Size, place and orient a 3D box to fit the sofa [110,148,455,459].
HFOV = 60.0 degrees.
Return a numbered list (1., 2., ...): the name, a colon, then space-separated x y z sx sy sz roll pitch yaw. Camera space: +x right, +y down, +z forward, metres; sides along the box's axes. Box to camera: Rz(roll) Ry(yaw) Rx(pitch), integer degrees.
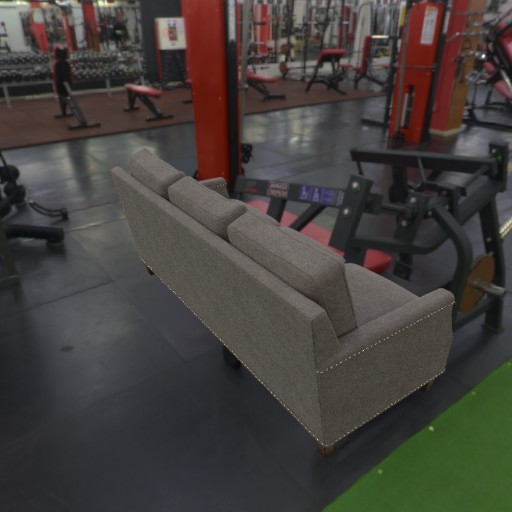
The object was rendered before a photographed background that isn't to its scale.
1. sofa: 0.000 0.000 2.795 1.034 1.042 2.226 -18 33 -30
